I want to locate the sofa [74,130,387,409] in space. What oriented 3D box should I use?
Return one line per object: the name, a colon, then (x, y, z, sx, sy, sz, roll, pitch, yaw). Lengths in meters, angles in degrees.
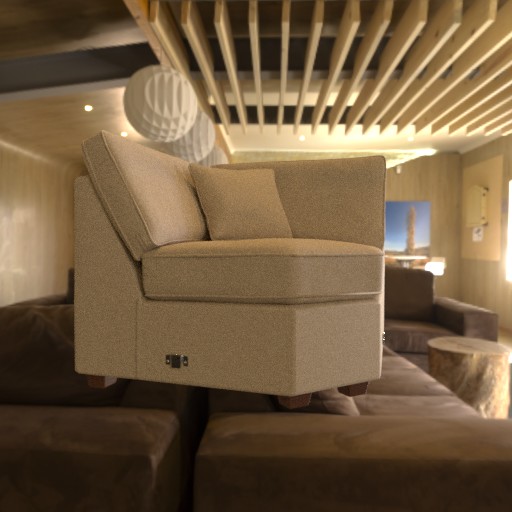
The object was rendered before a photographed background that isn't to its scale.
sofa: (0.000, 0.000, 1.855, 1.042, 0.937, 1.050, 0, 1, 17)
